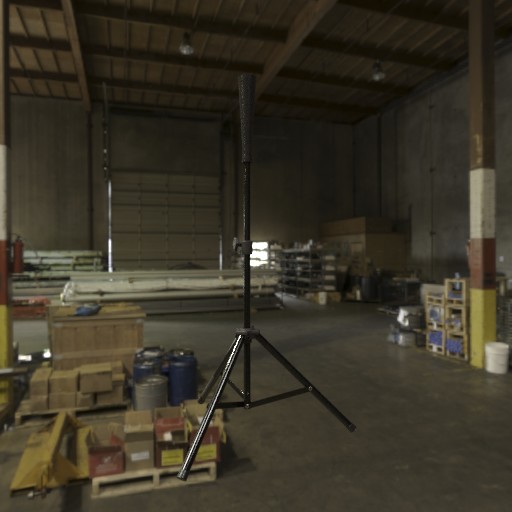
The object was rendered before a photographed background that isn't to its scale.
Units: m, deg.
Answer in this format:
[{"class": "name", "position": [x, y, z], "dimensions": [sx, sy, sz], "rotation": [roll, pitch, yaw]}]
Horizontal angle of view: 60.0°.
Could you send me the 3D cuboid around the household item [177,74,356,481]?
[{"class": "household item", "position": [0.000, 0.000, 1.379], "dimensions": [0.559, 1.067, 0.559], "rotation": [0, 0, -17]}]
